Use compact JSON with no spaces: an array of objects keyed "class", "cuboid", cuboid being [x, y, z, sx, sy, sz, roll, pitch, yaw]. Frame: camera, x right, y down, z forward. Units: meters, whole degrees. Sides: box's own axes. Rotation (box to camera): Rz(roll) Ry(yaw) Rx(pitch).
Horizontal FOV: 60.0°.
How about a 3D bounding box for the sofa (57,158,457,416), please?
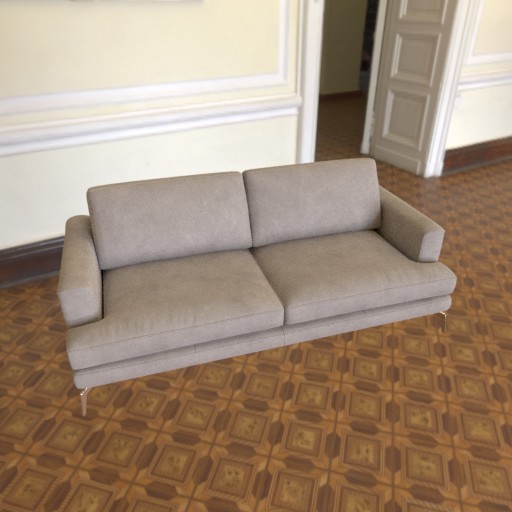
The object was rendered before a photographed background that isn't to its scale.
[{"class":"sofa","cuboid":[0.000,0.000,2.496,2.013,0.830,0.980,-9,32,-15]}]
